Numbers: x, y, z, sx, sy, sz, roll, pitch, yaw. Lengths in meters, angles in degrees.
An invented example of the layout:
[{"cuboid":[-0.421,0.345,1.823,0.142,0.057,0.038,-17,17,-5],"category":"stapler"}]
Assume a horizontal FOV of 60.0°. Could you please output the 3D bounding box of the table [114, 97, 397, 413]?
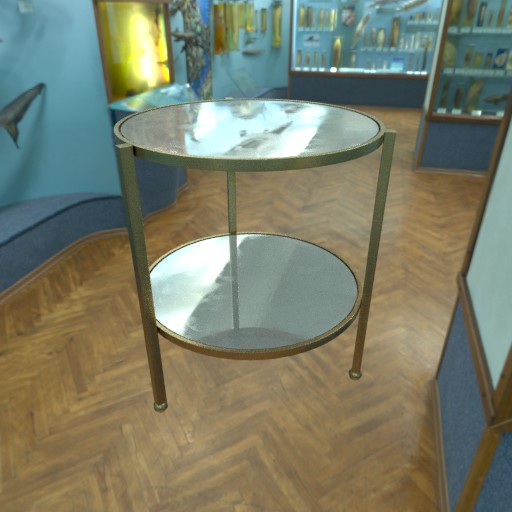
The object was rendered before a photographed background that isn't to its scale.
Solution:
[{"cuboid":[0.000,0.000,0.454,0.243,0.269,0.231,9,30,16],"category":"table"}]
